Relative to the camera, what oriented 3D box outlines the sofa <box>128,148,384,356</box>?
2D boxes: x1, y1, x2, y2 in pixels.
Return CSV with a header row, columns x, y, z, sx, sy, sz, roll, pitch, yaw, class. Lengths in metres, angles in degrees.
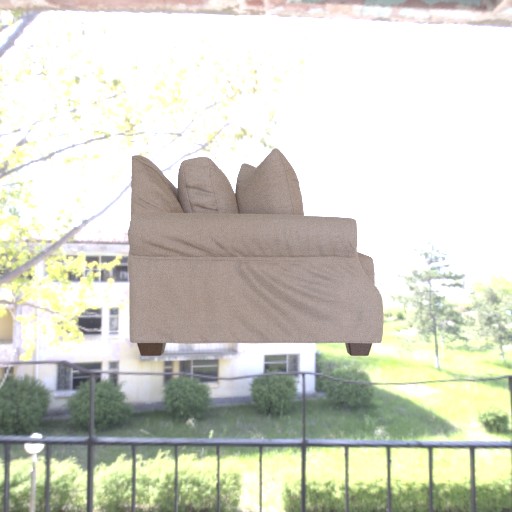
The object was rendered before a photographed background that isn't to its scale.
x,y,z,sx,sy,sz,roll,pitch,yaw,class
0.000,0.000,2.879,1.067,0.904,2.285,0,-2,0,sofa
